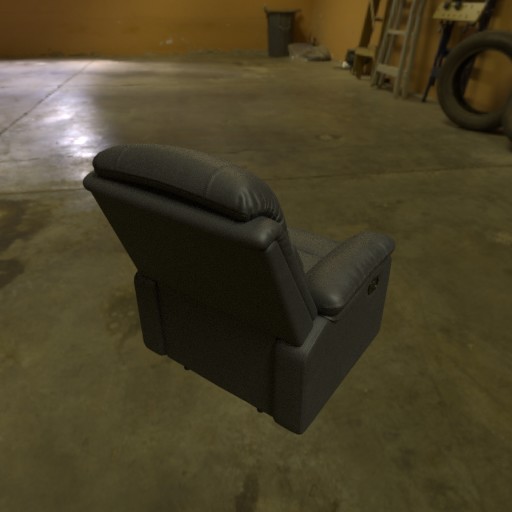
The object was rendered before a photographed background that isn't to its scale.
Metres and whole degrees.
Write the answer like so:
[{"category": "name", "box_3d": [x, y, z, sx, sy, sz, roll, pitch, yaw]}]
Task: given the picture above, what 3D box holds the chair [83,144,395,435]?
[{"category": "chair", "box_3d": [0.000, 0.000, 1.696, 0.855, 0.992, 0.919, 20, 35, 31]}]
